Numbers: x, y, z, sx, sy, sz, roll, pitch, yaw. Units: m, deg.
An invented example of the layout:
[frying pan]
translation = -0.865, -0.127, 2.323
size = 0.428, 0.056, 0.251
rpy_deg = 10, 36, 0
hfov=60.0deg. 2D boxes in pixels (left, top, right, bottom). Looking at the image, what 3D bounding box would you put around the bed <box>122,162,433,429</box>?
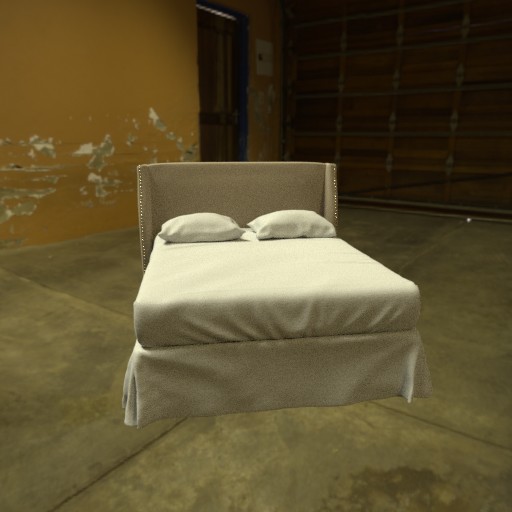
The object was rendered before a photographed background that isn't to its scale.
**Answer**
[bed]
translation = 0.000, 0.000, 3.407
size = 1.925, 1.332, 2.276
rpy_deg = -2, 14, -8
